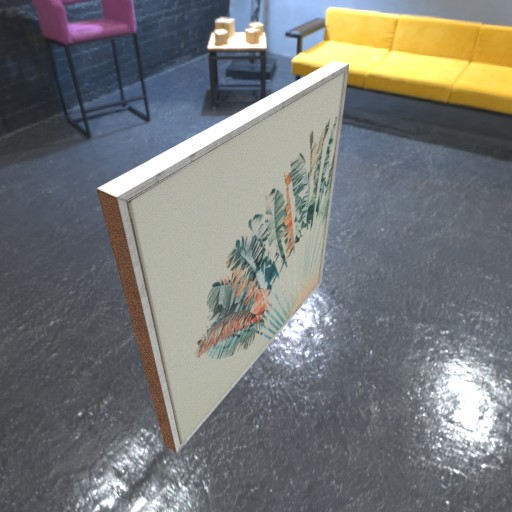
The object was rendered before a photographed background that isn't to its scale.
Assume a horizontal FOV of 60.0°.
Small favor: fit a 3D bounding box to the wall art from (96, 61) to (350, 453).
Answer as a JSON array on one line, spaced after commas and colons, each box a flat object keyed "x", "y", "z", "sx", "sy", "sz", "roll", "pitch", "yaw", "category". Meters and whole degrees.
[{"x": 0.000, "y": 0.000, "z": 0.751, "sx": 0.029, "sy": 0.506, "sz": 0.508, "roll": 24, "pitch": 45, "yaw": 26, "category": "wall art"}]
